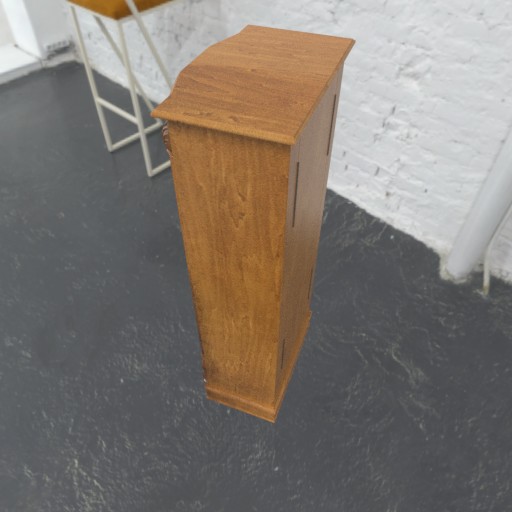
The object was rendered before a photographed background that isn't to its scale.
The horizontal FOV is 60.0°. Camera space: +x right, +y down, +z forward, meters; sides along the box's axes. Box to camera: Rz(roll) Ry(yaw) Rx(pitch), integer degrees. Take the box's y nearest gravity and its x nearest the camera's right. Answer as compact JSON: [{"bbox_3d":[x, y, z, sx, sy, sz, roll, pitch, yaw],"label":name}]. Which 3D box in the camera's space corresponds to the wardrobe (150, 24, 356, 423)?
[{"bbox_3d":[0.000,0.000,1.130,0.273,0.959,0.406,15,48,14],"label":"wardrobe"}]
